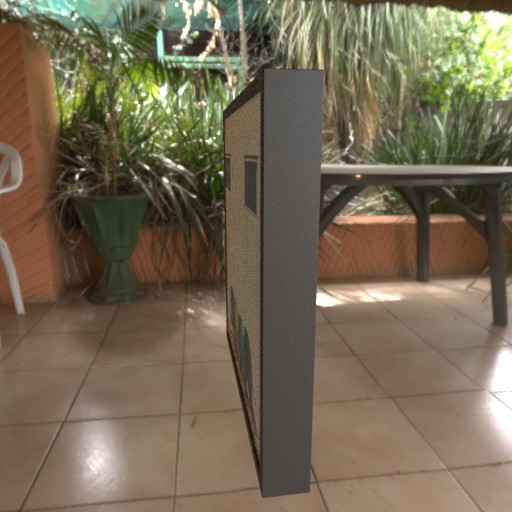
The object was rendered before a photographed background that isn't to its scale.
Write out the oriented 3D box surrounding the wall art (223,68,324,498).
[{"bbox_3d":[0.000,0.000,0.448,0.038,0.304,0.304,-2,14,-9],"label":"wall art"}]
